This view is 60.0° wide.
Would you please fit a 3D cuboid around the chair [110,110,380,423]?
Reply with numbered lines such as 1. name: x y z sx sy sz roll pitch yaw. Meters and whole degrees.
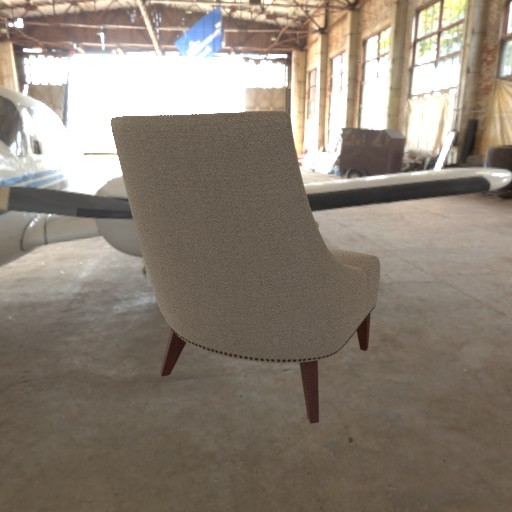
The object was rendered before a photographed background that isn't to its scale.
1. chair: 0.000 0.000 1.533 0.701 0.909 0.861 8 17 27
